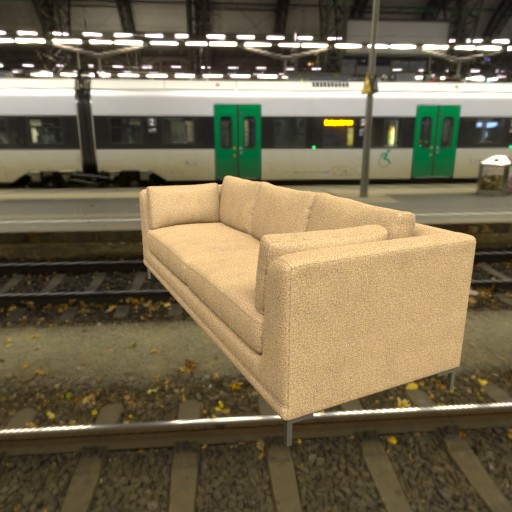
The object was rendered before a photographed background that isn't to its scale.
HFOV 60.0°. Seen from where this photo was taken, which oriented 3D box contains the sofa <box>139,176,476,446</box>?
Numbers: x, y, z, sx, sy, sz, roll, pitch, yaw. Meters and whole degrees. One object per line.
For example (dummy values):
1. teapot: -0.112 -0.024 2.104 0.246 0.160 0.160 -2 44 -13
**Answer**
1. sofa: 0.000 0.000 2.851 0.969 0.867 2.415 -7 17 -25
